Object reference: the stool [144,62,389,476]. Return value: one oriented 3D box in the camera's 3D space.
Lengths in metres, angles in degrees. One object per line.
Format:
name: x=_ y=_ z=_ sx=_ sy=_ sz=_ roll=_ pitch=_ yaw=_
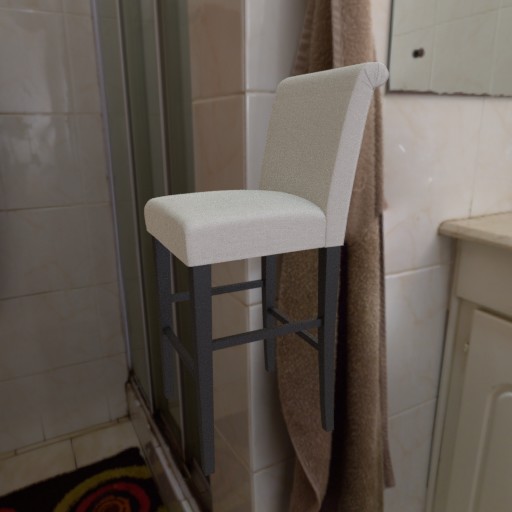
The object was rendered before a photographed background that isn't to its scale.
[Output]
stool: x=0.000 y=0.000 z=1.416 sx=0.597 sy=1.124 sz=0.452 roll=-8 pitch=18 yaw=-25
